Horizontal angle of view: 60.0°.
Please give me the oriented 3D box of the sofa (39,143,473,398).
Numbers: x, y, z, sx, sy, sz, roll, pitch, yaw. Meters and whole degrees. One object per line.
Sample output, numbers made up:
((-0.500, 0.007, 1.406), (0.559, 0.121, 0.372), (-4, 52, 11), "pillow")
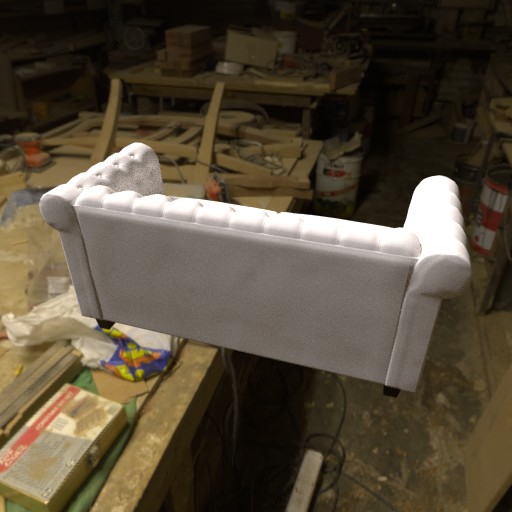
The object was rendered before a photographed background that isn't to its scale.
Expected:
((0.000, 0.000, 2.214), (1.798, 0.796, 0.771), (10, 34, 15), "sofa")
